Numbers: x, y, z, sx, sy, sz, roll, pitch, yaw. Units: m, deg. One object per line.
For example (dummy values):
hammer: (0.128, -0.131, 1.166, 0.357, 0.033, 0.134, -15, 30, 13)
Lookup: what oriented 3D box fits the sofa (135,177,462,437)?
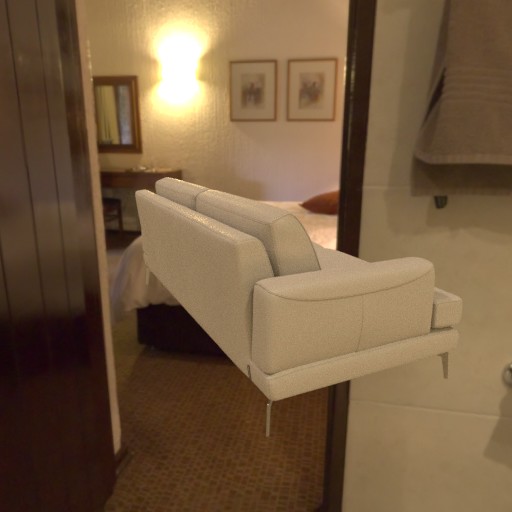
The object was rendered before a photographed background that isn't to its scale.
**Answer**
sofa: (0.000, 0.000, 2.439, 0.974, 0.765, 1.940, -7, 16, -25)
